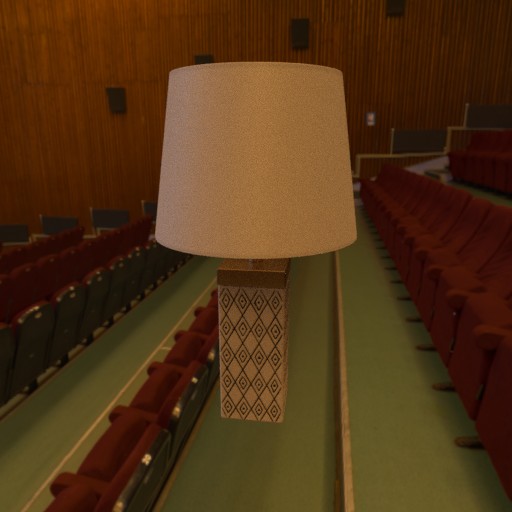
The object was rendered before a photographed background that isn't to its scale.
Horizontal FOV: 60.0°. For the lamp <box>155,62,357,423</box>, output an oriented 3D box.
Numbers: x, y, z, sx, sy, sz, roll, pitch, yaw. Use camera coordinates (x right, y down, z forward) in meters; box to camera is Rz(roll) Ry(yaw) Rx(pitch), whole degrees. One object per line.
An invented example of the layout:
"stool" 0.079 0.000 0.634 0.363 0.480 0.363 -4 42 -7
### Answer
"lamp" 0.000 0.000 0.573 0.251 0.435 0.251 0 15 0
